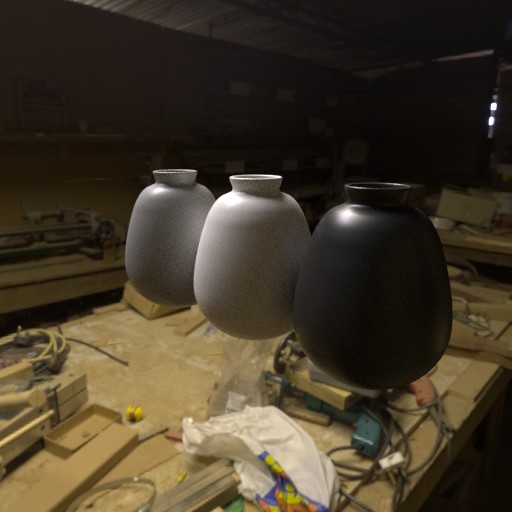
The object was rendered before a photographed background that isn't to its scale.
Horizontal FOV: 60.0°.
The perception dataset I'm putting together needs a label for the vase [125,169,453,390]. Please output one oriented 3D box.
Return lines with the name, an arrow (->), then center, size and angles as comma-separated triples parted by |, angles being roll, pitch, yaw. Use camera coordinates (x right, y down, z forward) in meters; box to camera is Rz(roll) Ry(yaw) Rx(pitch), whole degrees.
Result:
vase -> 0.000, 0.000, 0.345 | 0.297, 0.122, 0.097 | 13, 20, 42
